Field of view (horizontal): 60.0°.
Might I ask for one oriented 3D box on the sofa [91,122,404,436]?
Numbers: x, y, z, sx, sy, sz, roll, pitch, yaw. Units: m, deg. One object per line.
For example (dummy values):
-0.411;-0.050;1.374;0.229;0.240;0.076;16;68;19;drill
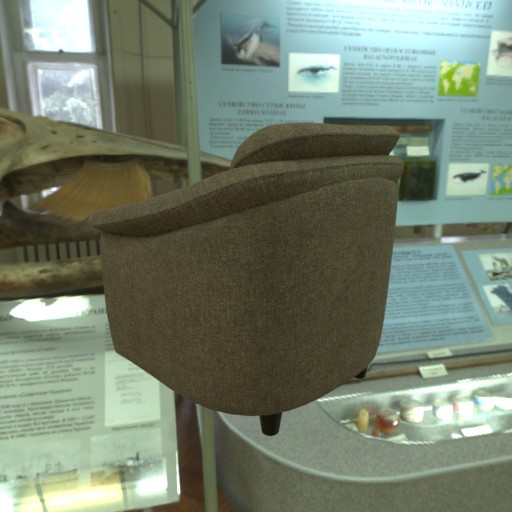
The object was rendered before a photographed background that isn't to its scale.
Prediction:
0.000;0.000;1.451;0.870;0.811;0.794;-14;20;-42;sofa
